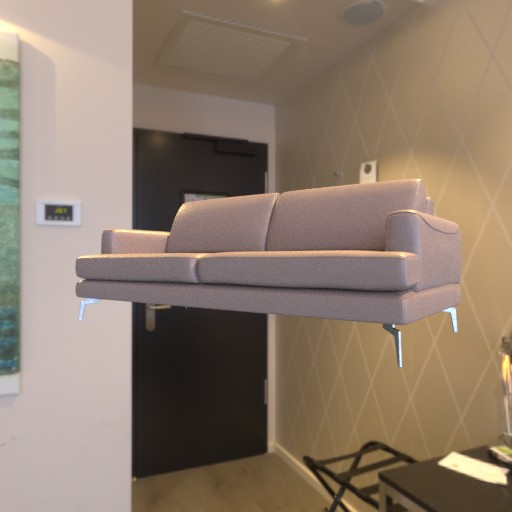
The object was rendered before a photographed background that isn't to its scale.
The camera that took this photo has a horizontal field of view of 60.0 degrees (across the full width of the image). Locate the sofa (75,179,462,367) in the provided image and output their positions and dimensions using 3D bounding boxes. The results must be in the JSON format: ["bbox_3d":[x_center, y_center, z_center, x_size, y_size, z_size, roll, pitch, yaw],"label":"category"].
[{"bbox_3d":[0.000,0.000,2.423,1.940,0.765,0.974,0,0,36],"label":"sofa"}]
